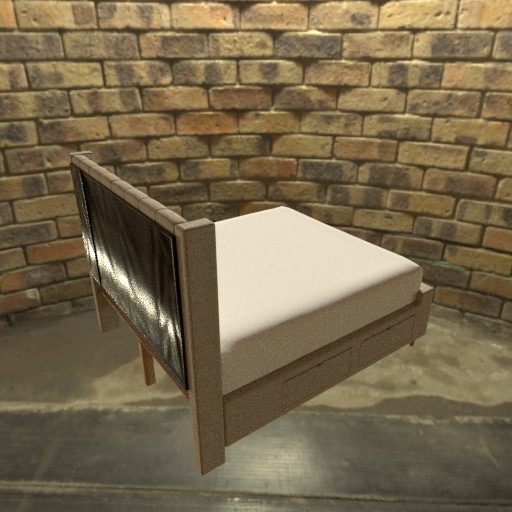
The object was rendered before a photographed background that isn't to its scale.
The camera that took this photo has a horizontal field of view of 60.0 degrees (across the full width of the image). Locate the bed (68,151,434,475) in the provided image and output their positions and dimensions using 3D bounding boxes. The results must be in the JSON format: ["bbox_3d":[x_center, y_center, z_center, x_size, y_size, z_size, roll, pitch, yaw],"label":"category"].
[{"bbox_3d":[0.000,0.000,3.867,2.372,1.748,2.044,-17,31,-32],"label":"bed"}]
